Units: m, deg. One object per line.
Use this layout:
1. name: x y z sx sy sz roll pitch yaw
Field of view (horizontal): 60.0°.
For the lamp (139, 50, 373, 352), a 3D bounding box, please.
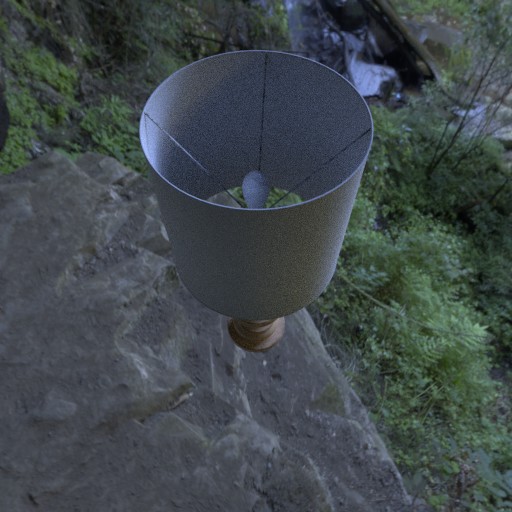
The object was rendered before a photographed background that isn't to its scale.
1. lamp: 0.000 0.000 0.589 0.208 0.455 0.208 -12 58 -8
